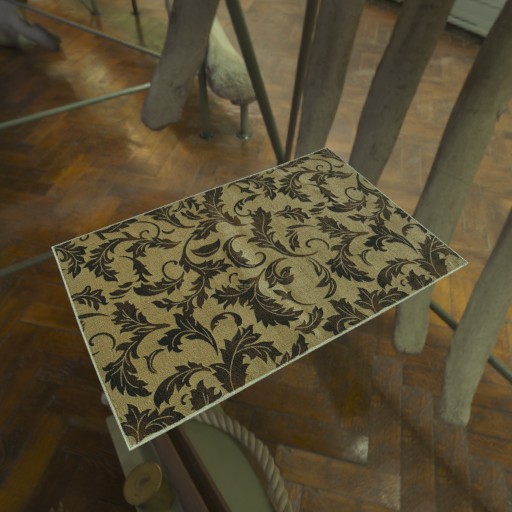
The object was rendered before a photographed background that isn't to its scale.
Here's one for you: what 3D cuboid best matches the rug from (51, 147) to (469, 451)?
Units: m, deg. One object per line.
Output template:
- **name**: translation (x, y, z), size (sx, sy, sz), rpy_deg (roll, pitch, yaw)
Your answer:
- **rug**: translation (0.000, 0.000, 2.883), size (2.284, 0.008, 1.522), rpy_deg (-24, 52, -20)
